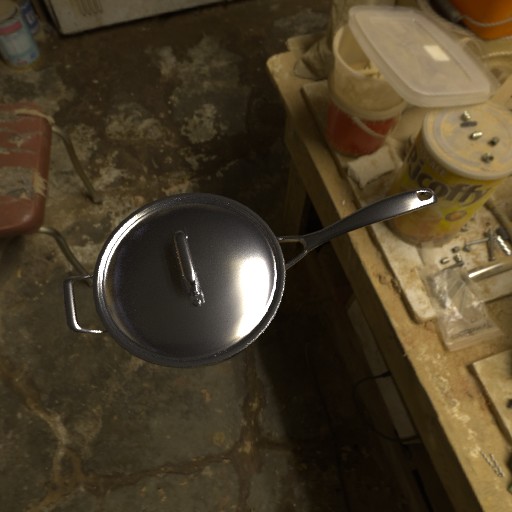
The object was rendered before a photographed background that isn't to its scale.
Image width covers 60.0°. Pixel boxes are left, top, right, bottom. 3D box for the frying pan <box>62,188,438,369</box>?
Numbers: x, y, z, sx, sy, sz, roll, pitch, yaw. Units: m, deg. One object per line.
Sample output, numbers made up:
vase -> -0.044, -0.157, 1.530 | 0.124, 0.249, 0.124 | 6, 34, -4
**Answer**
frying pan -> 0.000, 0.000, 0.667 | 0.561, 0.114, 0.280 | -15, 64, -8
